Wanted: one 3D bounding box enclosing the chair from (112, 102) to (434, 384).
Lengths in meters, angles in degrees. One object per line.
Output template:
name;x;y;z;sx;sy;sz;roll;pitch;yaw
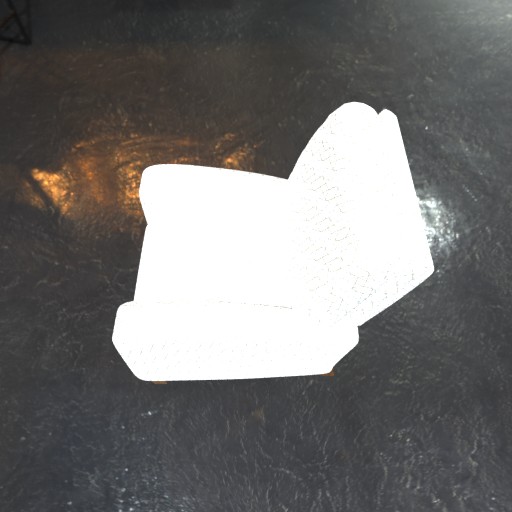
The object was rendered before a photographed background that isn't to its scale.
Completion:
chair;0.000;0.000;1.756;0.995;1.064;0.796;0;58;0
